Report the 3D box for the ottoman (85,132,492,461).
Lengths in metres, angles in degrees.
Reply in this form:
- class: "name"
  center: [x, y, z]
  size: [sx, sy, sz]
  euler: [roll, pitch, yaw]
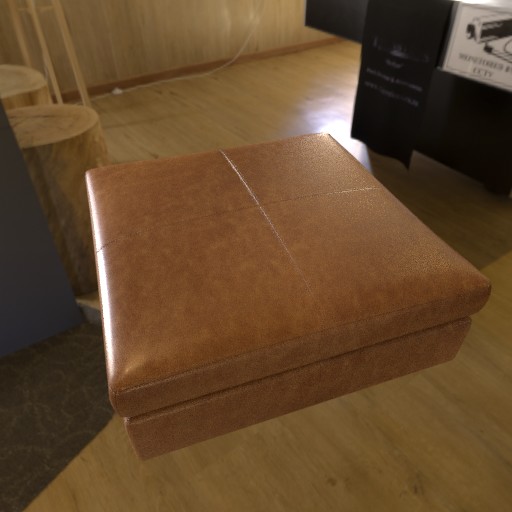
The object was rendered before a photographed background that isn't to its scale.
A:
- class: "ottoman"
  center: [0.000, 0.000, 1.749]
  size: [1.169, 0.483, 1.168]
  euler: [-13, 42, -15]
